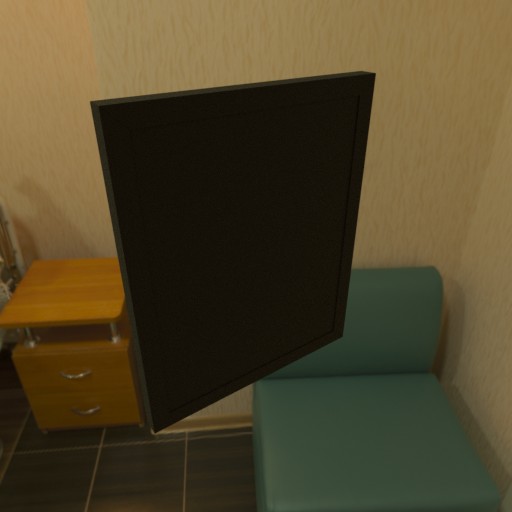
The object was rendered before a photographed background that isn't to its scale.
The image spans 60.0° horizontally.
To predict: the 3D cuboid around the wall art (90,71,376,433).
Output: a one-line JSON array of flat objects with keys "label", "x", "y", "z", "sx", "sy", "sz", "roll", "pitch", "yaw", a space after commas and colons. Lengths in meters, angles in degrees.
[{"label": "wall art", "x": 0.000, "y": 0.000, "z": 0.766, "sx": 0.457, "sy": 0.559, "sz": 0.033, "roll": -19, "pitch": 35, "yaw": -30}]
